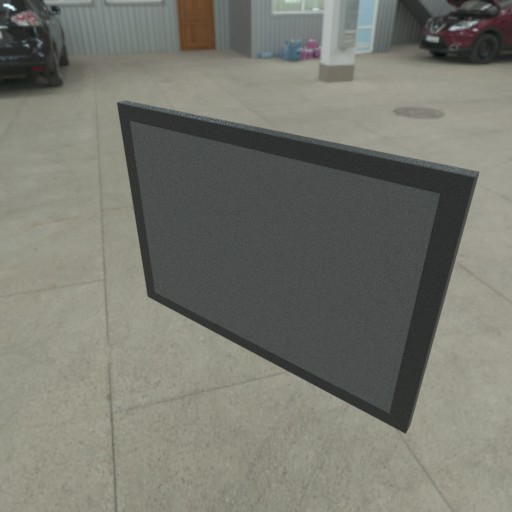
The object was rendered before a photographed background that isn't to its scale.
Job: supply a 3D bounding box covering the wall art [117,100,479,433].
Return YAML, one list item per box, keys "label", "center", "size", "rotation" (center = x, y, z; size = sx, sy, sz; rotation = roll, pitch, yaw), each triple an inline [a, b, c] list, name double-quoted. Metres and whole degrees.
- label: "wall art"
  center: [0.000, 0.000, 0.536]
  size: [0.432, 0.306, 0.016]
  rotation: [21, 37, 31]
